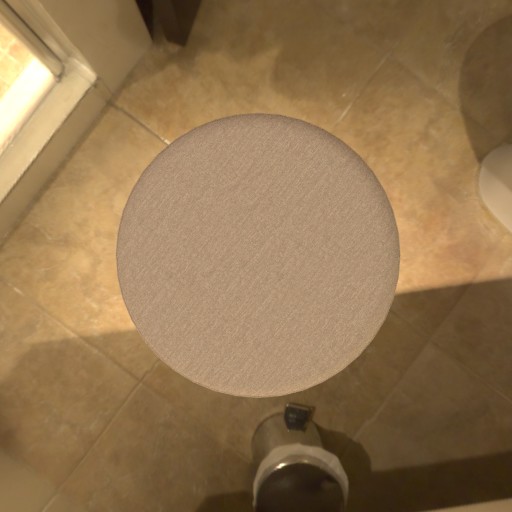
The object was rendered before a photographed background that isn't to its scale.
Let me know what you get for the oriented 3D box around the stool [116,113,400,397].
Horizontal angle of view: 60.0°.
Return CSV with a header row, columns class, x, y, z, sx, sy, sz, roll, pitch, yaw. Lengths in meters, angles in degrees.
class,x,y,z,sx,sy,sz,roll,pitch,yaw
stool,0.000,0.000,0.968,0.443,0.672,0.443,0,90,-1
